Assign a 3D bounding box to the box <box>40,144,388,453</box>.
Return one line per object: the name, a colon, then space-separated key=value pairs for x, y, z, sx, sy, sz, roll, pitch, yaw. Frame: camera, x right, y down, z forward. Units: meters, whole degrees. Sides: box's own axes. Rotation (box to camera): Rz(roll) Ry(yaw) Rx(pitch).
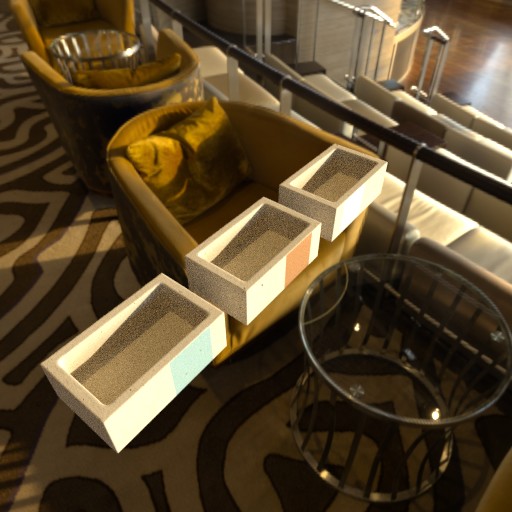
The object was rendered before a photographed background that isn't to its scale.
box: x=0.000 y=0.000 z=0.489 sx=0.082 sy=0.051 sz=0.461 roll=28 pitch=50 yaw=27
